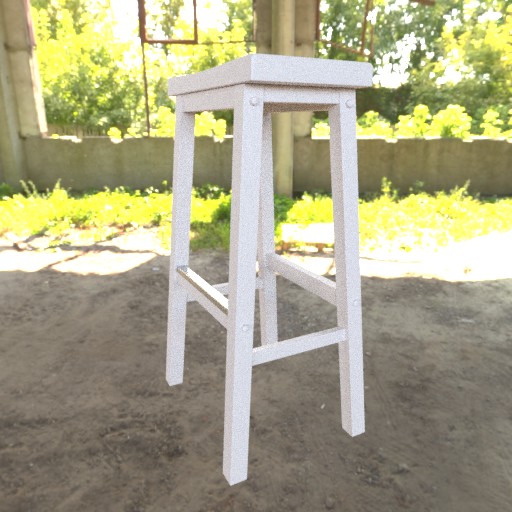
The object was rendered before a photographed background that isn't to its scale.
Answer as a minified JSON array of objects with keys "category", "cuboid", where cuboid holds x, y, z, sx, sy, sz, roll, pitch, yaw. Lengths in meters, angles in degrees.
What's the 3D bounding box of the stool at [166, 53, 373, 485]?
[{"category":"stool","cuboid":[0.000,0.000,0.961,0.322,0.742,0.406,-8,18,-27]}]
